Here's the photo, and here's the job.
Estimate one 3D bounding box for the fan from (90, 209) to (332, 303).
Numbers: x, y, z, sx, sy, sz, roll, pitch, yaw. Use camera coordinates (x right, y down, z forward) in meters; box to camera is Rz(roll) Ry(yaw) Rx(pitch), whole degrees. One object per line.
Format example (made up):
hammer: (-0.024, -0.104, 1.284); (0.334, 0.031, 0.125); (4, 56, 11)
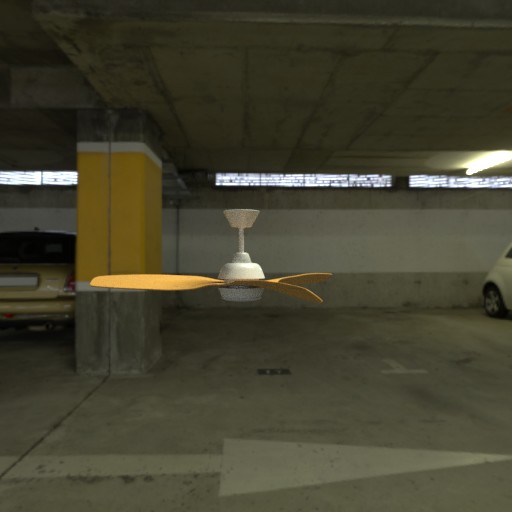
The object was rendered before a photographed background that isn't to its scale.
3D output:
fan: (0.000, 0.000, 1.617); (1.142, 0.355, 1.010); (0, 0, -20)
